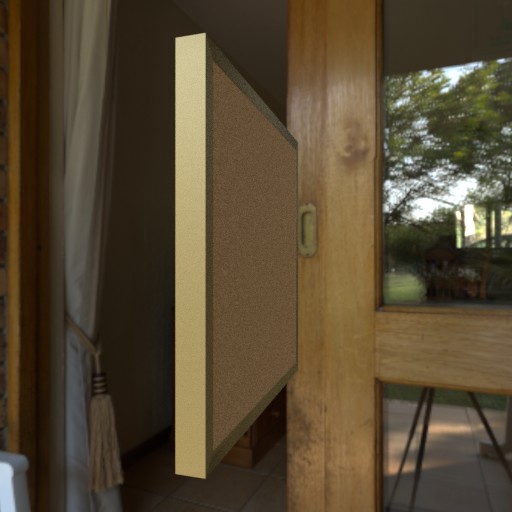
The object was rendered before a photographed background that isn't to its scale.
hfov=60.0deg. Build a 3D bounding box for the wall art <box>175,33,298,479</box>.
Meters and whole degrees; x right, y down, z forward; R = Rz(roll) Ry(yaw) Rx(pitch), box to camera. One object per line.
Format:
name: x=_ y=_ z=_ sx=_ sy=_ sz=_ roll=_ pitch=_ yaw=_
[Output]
wall art: x=0.000 y=0.000 z=0.753 sx=0.038 sy=0.508 sz=0.507 roll=0 pitch=0 yaw=17
